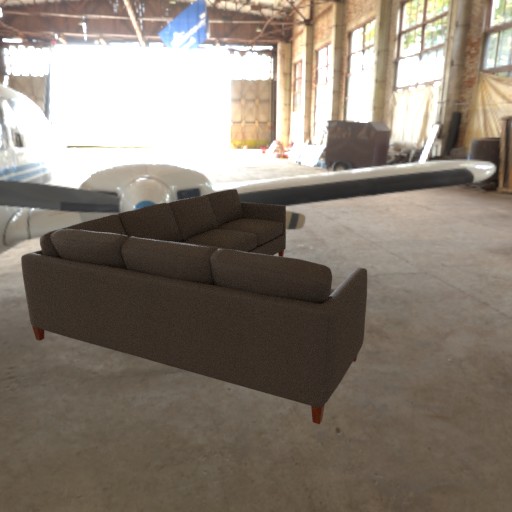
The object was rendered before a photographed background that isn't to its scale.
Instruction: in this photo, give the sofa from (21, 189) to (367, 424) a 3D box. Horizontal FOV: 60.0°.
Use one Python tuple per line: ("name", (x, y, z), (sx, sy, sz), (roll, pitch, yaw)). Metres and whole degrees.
("sofa", (0.000, 0.000, 4.418), (2.593, 0.947, 3.302), (8, 18, 26))
